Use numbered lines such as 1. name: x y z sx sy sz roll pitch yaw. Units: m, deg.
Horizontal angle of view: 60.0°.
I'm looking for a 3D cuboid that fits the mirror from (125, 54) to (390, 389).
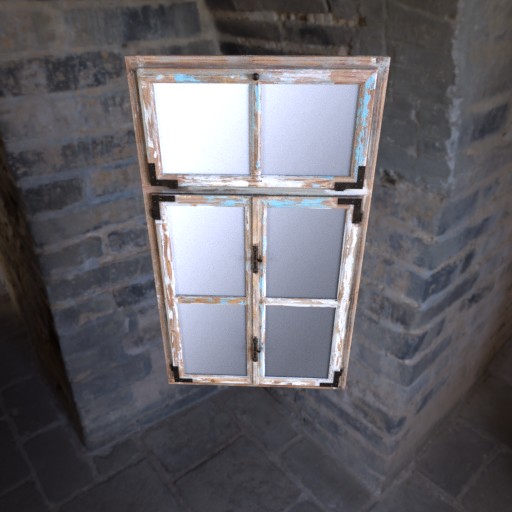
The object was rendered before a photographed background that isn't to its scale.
1. mirror: 0.000 0.000 1.473 0.707 1.213 0.083 1 30 2
